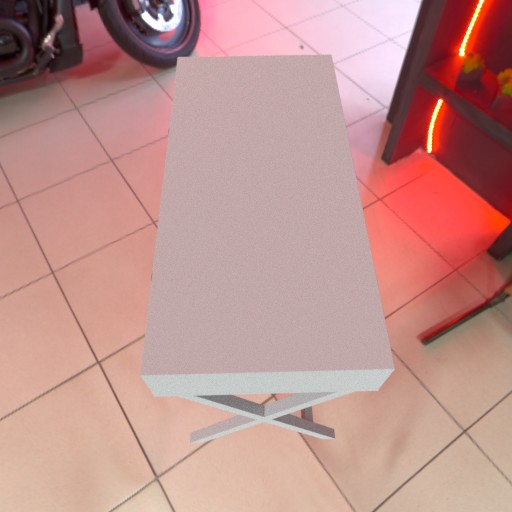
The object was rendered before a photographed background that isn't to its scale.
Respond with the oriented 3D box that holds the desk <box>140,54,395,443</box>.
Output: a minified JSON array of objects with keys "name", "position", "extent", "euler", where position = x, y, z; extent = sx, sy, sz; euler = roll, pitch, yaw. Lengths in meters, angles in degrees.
[{"name":"desk","position":[0.000,0.000,1.490],"extent":[0.525,0.780,1.057],"euler":[-1,57,-1]}]
